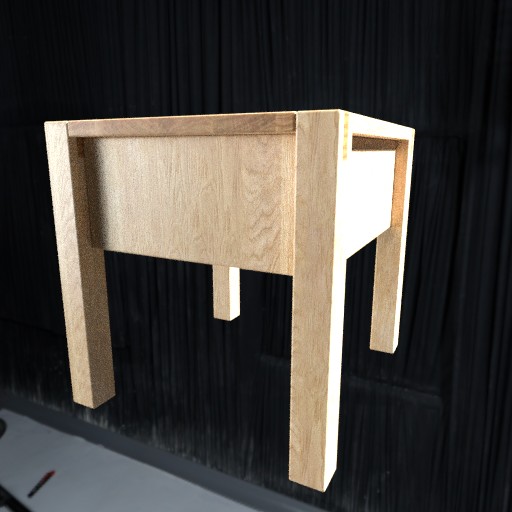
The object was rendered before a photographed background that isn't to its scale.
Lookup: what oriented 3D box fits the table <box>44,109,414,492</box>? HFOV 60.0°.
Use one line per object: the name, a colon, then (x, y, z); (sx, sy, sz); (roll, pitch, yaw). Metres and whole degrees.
table: (0.000, 0.000, 0.798); (0.440, 0.450, 0.480); (7, 15, 27)
